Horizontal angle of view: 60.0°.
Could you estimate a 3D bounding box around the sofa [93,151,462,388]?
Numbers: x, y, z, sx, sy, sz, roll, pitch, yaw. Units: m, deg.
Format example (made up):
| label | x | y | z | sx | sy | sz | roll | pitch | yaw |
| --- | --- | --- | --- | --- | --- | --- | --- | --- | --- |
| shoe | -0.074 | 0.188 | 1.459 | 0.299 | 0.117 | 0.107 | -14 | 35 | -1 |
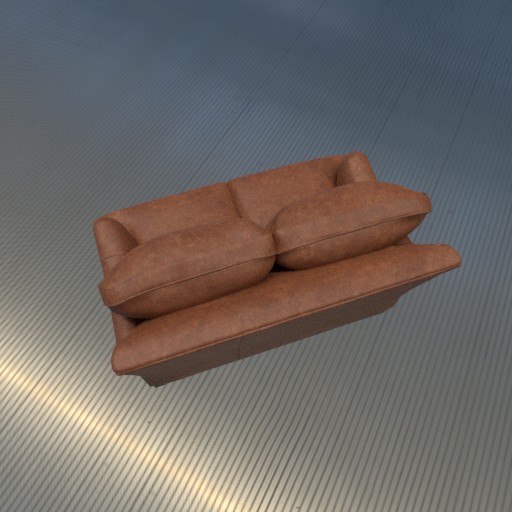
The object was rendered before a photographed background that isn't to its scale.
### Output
| label | x | y | z | sx | sy | sz | roll | pitch | yaw |
| --- | --- | --- | --- | --- | --- | --- | --- | --- | --- |
| sofa | 0.000 | 0.000 | 2.278 | 1.527 | 1.004 | 1.077 | -16 | 61 | -9 |
